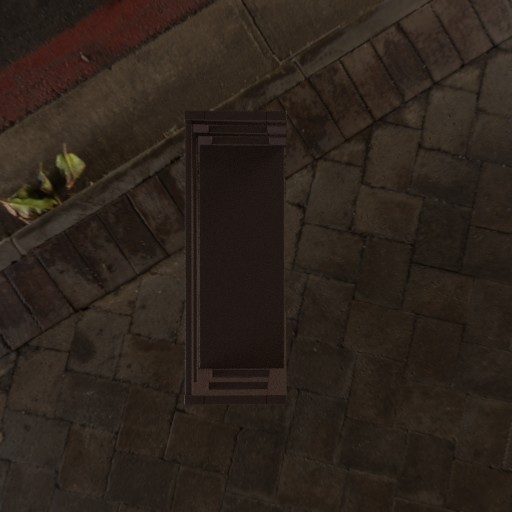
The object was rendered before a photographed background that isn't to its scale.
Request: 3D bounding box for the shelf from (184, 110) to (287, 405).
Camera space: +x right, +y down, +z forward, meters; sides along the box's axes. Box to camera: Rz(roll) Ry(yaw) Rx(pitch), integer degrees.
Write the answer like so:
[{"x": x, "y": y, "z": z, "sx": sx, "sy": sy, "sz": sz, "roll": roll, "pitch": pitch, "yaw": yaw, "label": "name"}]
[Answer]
[{"x": 0.000, "y": 0.000, "z": 1.946, "sx": 0.403, "sy": 1.600, "sz": 0.763, "roll": 0, "pitch": 90, "yaw": -1, "label": "shelf"}]
